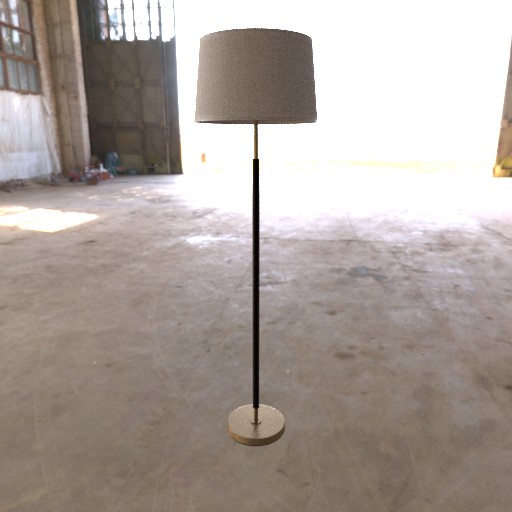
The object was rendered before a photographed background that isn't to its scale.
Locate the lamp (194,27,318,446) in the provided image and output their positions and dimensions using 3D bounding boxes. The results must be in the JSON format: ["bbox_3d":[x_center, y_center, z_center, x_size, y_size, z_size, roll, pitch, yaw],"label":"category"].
[{"bbox_3d":[0.000,0.000,1.628,0.420,1.447,0.420,0,15,0],"label":"lamp"}]
